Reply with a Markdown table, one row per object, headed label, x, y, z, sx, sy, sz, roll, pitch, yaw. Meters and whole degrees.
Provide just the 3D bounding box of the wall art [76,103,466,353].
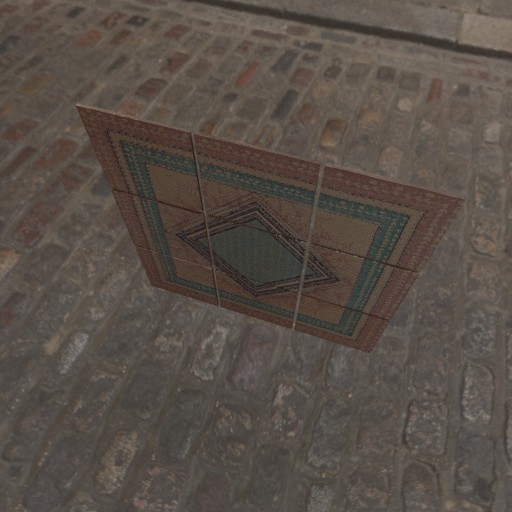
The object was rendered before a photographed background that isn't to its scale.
| label | x | y | z | sx | sy | sz | roll | pitch | yaw |
| --- | --- | --- | --- | --- | --- | --- | --- | --- | --- |
| wall art | 0.000 | 0.000 | 2.301 | 1.527 | 1.525 | 0.014 | 16 | 59 | 10 |
